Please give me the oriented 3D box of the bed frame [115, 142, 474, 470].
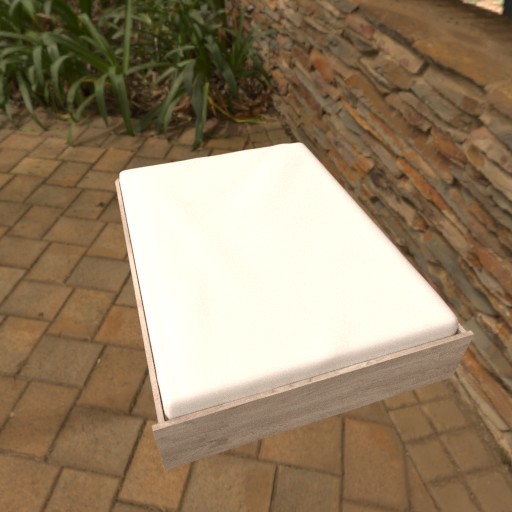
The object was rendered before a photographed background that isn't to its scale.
[{"bbox_3d":[0.000,0.000,2.660,1.490,0.462,1.950,-12,43,-14],"label":"bed frame"}]
